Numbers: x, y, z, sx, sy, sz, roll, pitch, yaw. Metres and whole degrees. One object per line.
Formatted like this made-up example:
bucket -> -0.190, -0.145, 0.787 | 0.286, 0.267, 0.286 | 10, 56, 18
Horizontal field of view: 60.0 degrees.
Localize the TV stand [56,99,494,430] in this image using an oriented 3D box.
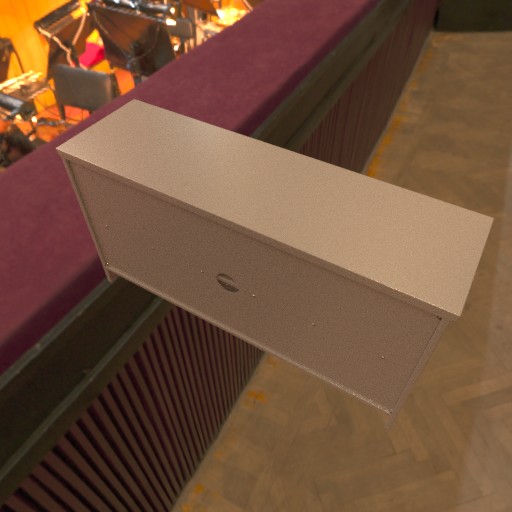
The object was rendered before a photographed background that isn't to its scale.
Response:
TV stand -> 0.000, 0.000, 1.419 | 1.167, 0.603, 0.344 | 24, 51, 20
